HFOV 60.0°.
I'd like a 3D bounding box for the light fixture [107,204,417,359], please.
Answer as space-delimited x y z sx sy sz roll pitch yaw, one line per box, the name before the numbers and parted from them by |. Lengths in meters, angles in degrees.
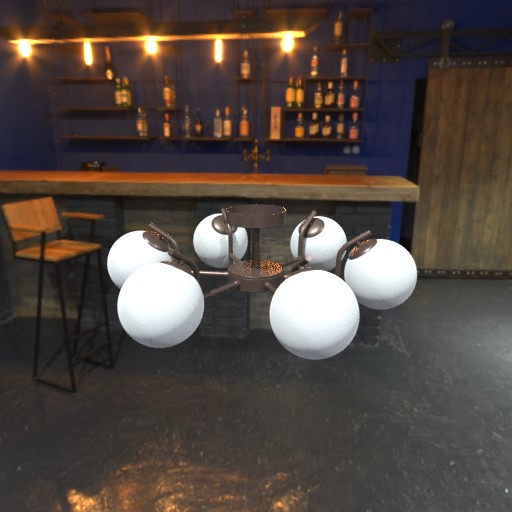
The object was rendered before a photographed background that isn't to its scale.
light fixture | 0.000 0.000 0.946 0.662 0.201 0.662 0 16 0
